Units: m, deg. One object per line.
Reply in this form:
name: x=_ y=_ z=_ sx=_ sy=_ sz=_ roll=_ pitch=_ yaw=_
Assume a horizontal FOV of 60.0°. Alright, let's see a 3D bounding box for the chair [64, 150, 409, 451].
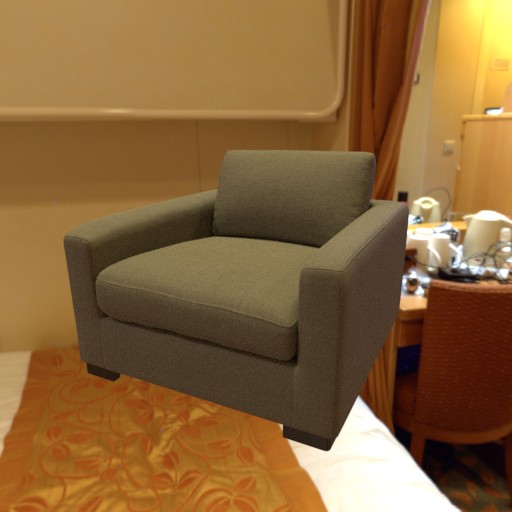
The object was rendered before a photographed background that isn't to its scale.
chair: x=0.000 y=0.000 z=1.885 sx=1.070 sy=0.847 sz=1.100 roll=8 pitch=18 yaw=26
